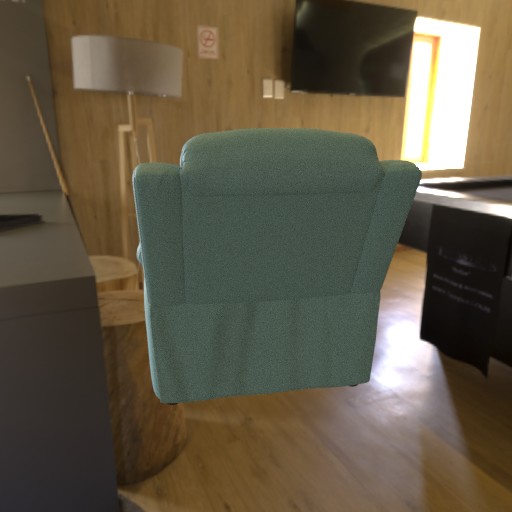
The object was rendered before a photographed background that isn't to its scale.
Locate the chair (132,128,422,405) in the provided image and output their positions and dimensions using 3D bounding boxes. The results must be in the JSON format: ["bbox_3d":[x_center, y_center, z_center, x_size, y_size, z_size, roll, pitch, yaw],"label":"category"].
[{"bbox_3d":[0.000,0.000,1.271,0.680,0.702,0.709,-3,16,-10],"label":"chair"}]
